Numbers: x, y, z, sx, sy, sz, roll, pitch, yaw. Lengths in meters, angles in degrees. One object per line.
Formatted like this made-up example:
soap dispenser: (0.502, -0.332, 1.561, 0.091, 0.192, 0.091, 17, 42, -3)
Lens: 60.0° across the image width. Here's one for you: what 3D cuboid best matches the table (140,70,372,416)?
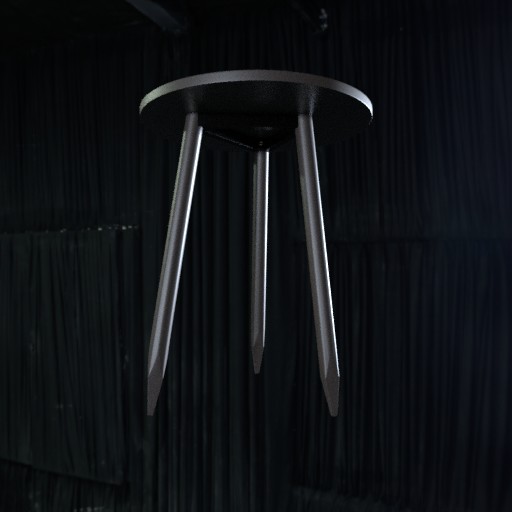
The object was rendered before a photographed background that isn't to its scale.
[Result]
table: (0.000, 0.000, 0.901, 0.457, 0.585, 0.457, 0, 0, 0)
